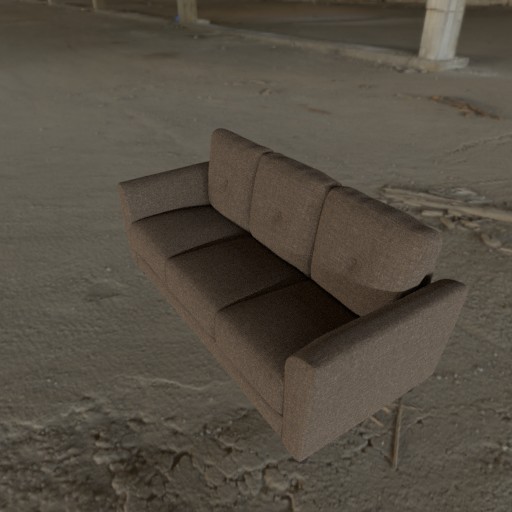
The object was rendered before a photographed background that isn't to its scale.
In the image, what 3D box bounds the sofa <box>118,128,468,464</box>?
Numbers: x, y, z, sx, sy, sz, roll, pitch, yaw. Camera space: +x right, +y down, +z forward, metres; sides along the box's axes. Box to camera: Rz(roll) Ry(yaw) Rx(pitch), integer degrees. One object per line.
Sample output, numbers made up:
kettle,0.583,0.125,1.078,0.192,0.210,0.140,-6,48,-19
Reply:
sofa,0.000,0.000,2.324,0.837,0.891,1.847,-20,37,-28
